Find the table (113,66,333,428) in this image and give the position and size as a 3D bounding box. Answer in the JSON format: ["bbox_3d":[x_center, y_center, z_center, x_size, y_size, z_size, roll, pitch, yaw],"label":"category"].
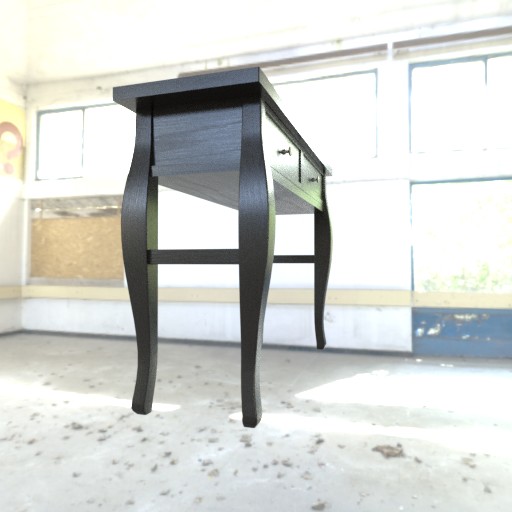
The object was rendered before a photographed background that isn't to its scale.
[{"bbox_3d":[0.000,0.000,1.471,0.373,0.768,1.062,0,-1,18],"label":"table"}]
